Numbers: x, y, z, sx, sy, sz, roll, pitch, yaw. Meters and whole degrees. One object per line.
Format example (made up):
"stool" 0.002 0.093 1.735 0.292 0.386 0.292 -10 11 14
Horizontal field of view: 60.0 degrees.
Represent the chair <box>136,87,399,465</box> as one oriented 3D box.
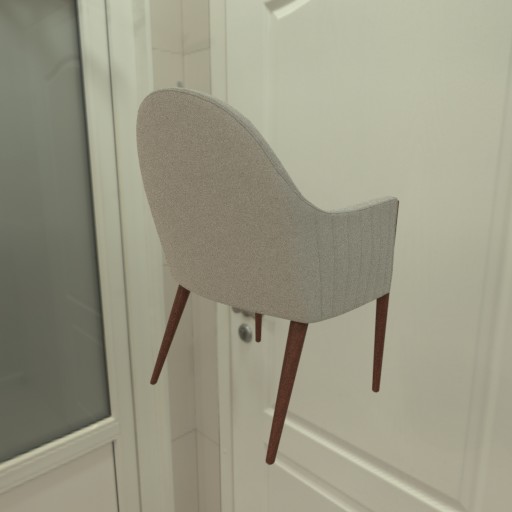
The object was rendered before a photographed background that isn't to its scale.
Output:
"chair" 0.000 0.000 1.322 0.620 0.889 0.610 -12 18 -43
